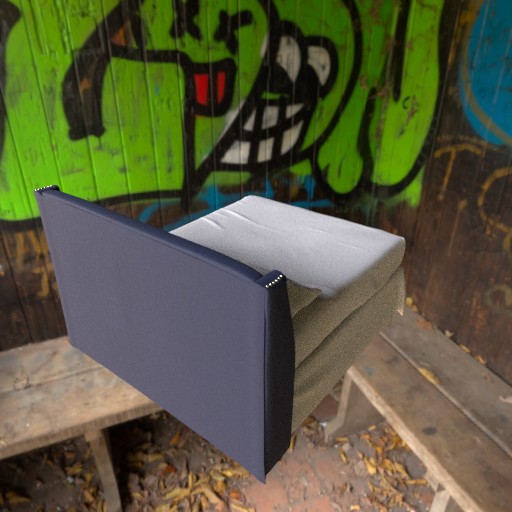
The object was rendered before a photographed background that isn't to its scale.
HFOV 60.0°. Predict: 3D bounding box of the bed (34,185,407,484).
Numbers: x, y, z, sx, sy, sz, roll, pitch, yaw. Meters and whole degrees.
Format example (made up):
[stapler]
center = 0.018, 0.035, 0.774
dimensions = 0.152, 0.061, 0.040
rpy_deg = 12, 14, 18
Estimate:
[bed]
center = 0.000, 0.000, 3.420
dimensions = 1.925, 1.332, 2.276
rpy_deg = 21, 35, 33
